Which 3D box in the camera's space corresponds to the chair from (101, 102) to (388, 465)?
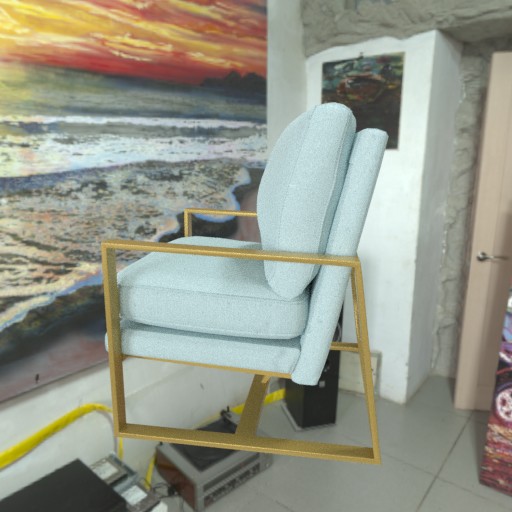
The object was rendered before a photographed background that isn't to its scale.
[{"bbox_3d":[0.000,0.000,1.514,0.813,0.956,0.758,2,14,9],"label":"chair"}]
